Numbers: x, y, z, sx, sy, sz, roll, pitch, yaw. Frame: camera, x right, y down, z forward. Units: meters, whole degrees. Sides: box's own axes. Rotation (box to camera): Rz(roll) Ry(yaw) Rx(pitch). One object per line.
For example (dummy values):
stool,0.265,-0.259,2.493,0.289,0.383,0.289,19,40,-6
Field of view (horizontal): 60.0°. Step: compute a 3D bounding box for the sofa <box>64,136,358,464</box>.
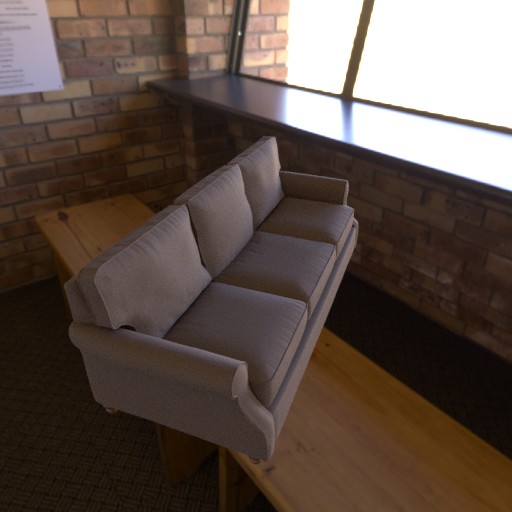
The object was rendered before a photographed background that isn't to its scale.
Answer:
sofa,0.000,0.000,2.785,0.966,0.948,2.353,11,32,18
